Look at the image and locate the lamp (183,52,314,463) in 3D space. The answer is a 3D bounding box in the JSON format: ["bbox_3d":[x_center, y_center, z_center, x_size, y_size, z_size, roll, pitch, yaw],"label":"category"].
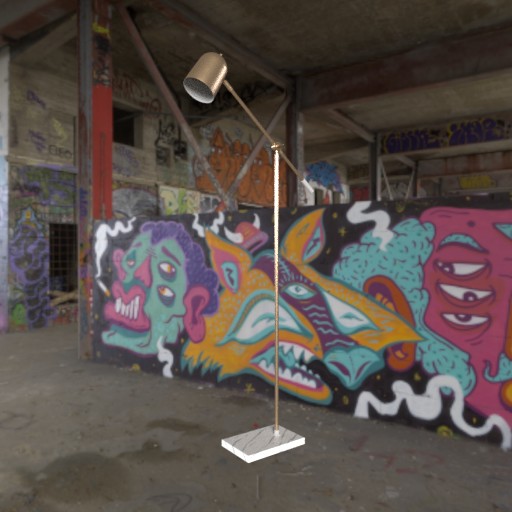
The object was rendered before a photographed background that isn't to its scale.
[{"bbox_3d":[0.000,0.000,1.849,0.653,1.594,0.194,0,0,-36],"label":"lamp"}]
